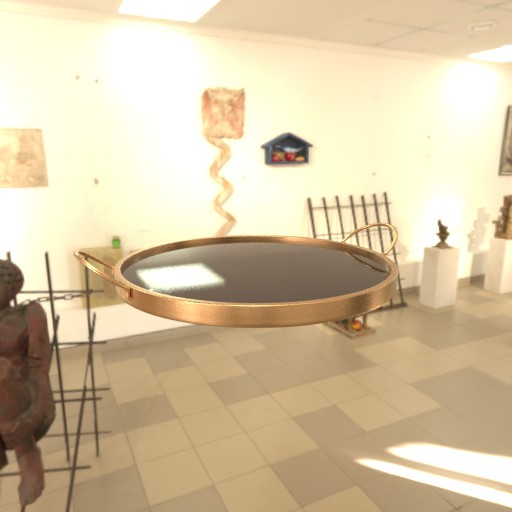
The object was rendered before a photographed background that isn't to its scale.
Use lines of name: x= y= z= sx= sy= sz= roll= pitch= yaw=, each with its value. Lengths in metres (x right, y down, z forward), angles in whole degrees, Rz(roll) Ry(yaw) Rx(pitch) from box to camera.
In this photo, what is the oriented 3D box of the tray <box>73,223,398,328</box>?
tray: x=0.000 y=0.000 z=0.713 sx=0.543 sy=0.069 sz=0.438 roll=-6 pitch=15 yaw=-25
